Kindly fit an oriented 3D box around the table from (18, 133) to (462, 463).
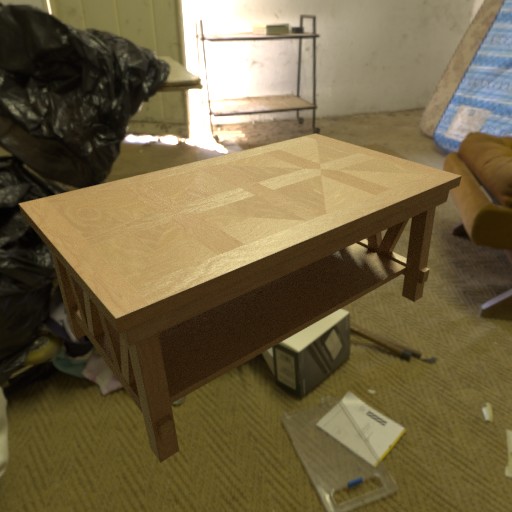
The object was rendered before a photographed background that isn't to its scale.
[{"bbox_3d":[0.000,0.000,1.570,1.270,0.507,0.711,-22,37,-33],"label":"table"}]
